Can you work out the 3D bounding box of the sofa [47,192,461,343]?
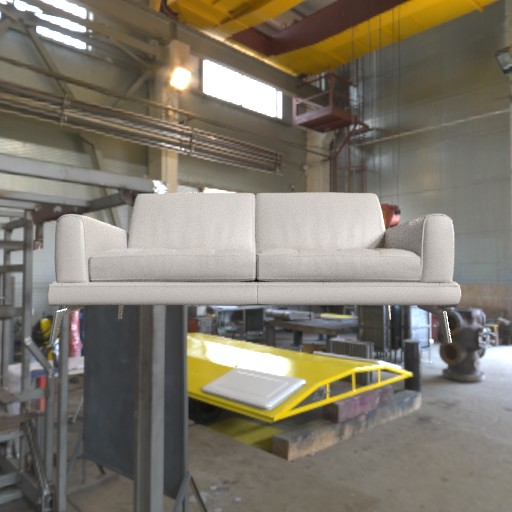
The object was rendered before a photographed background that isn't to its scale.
[{"bbox_3d":[0.000,0.000,2.818,2.177,0.930,1.121,0,-2,1],"label":"sofa"}]
